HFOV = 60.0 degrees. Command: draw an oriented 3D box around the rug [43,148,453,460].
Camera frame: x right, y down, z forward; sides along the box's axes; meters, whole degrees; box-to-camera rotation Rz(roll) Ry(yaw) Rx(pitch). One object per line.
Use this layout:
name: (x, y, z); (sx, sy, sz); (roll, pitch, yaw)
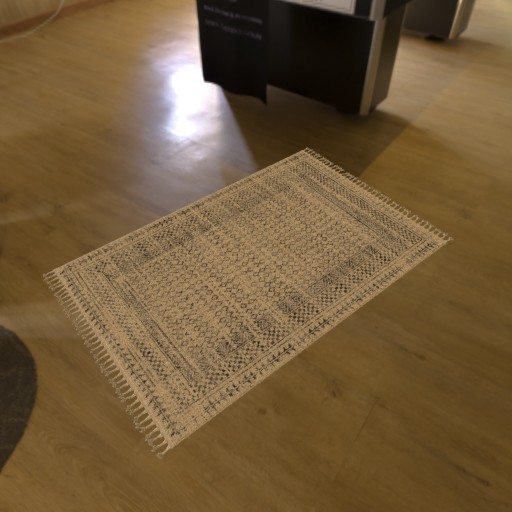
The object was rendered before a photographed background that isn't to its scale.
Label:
rug: (0.000, 0.000, 3.101); (2.486, 0.013, 1.548); (-30, 53, -26)
